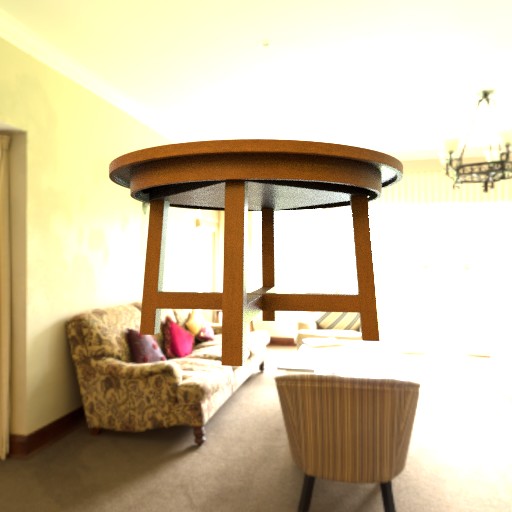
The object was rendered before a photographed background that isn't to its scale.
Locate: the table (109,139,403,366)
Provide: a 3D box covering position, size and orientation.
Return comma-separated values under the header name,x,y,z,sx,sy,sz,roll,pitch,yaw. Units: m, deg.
name,x,y,z,sx,sy,sz,roll,pitch,yaw
table,0.000,0.000,2.095,1.319,0.762,1.319,0,0,0
